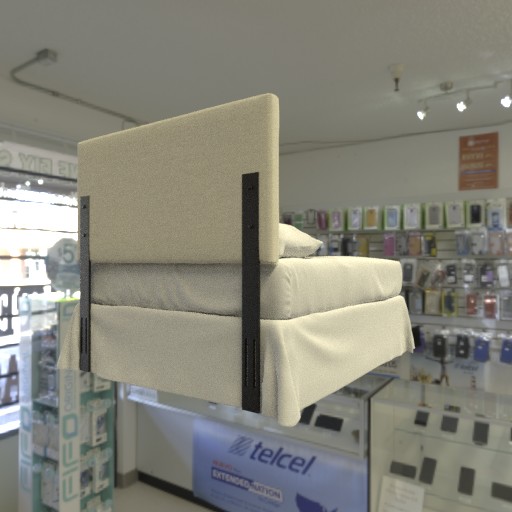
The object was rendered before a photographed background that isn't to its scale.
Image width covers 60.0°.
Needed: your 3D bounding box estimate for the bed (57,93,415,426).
[{"bbox_3d":[0.000,0.000,3.443,1.936,1.577,2.222,0,-1,35],"label":"bed"}]
